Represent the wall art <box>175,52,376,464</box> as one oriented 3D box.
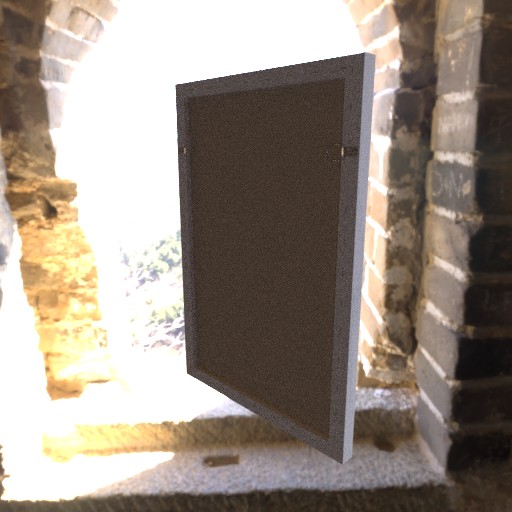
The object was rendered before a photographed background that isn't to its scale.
[{"bbox_3d":[0.000,0.000,1.178,0.624,0.914,0.043,13,19,43],"label":"wall art"}]
